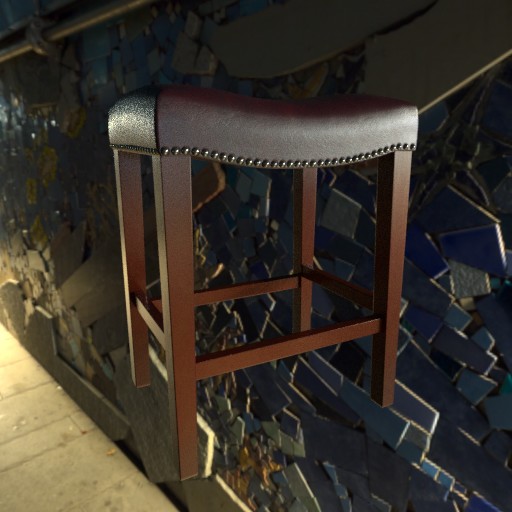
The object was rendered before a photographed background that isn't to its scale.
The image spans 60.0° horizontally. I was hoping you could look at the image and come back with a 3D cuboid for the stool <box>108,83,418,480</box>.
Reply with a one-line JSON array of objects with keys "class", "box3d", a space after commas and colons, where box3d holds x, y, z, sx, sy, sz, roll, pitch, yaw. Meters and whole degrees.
[{"class": "stool", "box3d": [0.000, 0.000, 0.940, 0.504, 0.657, 0.372, -8, 17, -26]}]
